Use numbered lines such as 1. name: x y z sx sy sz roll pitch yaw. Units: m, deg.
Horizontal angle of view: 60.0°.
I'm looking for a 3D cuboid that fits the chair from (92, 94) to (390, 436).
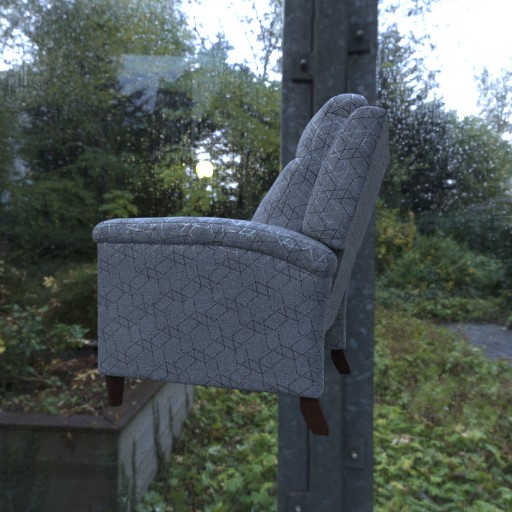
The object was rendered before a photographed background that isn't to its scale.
1. chair: 0.000 0.000 1.725 0.987 1.048 0.753 0 1 17
